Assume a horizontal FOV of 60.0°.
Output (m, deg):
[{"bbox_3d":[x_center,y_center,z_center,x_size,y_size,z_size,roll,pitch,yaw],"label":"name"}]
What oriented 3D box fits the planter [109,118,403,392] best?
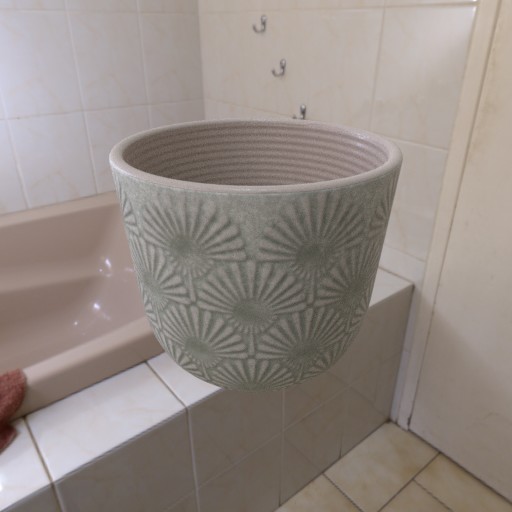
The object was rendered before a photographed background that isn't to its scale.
[{"bbox_3d":[0.000,0.000,0.300,0.170,0.152,0.170,0,27,0],"label":"planter"}]
